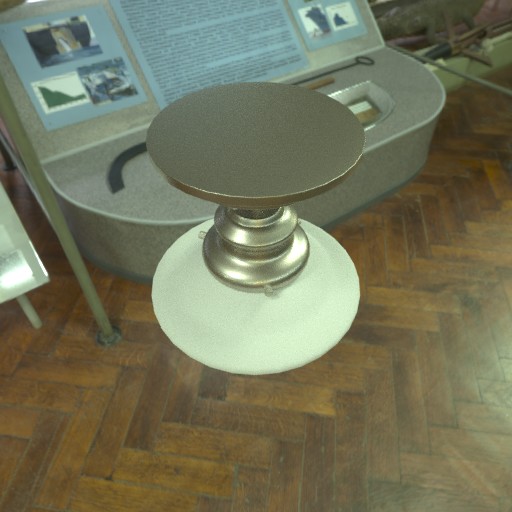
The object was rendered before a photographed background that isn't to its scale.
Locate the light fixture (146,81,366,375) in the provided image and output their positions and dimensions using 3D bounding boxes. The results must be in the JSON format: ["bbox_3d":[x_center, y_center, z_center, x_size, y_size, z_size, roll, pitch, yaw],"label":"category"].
[{"bbox_3d":[0.000,0.000,0.401,0.199,0.254,0.199,0,46,0],"label":"light fixture"}]
